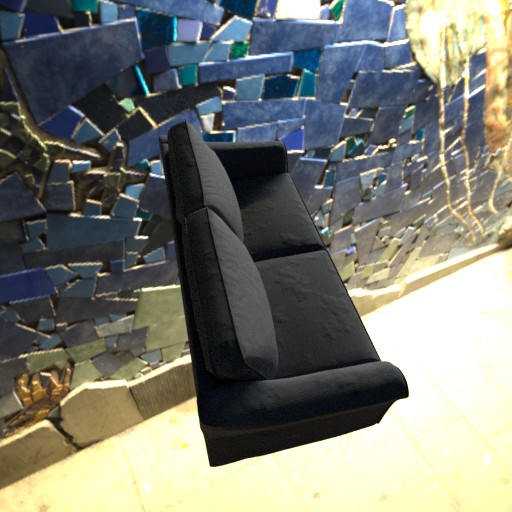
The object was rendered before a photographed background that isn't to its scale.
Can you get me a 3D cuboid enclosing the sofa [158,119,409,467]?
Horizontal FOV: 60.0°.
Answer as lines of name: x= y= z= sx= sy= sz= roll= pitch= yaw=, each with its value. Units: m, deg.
sofa: x=0.000 y=0.000 z=2.760 sx=0.971 sy=0.950 sz=2.270 roll=-9 pitch=46 yaw=-9
